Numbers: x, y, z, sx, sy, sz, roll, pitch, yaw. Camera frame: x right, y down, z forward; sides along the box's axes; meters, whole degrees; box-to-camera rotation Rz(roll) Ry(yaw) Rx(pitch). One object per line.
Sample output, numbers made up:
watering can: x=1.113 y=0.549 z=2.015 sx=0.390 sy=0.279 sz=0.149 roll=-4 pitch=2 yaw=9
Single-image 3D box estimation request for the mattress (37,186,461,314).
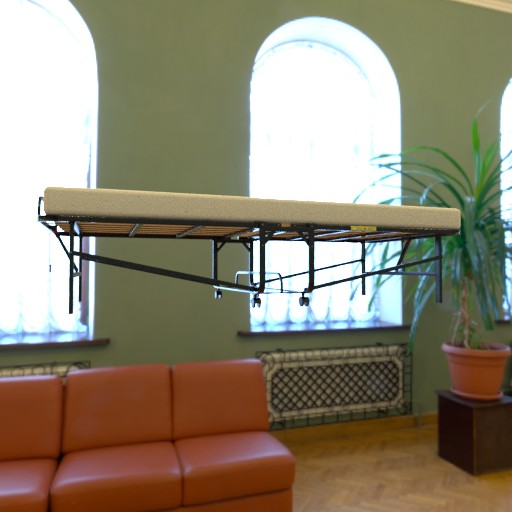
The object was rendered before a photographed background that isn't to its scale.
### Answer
mattress: x=0.000 y=0.000 z=2.501 sx=2.153 sy=0.519 sz=0.922 roll=1 pitch=-2 yaw=-19
